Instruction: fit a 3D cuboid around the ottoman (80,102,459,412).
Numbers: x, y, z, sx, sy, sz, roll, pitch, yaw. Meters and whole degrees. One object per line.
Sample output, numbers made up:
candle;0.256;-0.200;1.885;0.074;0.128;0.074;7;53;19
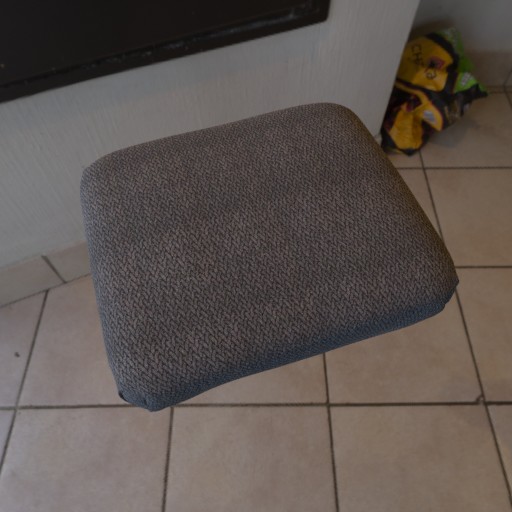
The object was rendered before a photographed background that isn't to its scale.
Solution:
ottoman;0.000;0.000;1.117;0.747;0.450;0.622;-16;60;-10
